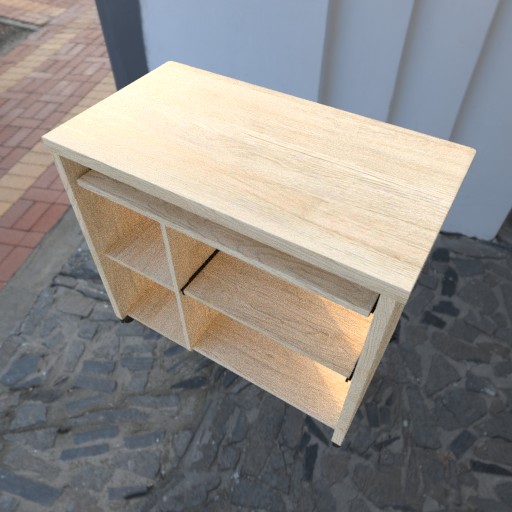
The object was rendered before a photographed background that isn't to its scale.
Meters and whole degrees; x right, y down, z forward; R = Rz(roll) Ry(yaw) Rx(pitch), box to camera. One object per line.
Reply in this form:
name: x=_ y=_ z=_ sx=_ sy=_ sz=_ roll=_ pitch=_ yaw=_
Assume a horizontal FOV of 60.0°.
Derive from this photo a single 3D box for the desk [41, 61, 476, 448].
desk: x=0.000 y=0.000 z=1.303 sx=0.885 sy=0.770 sz=0.480 roll=24 pitch=52 yaw=21
